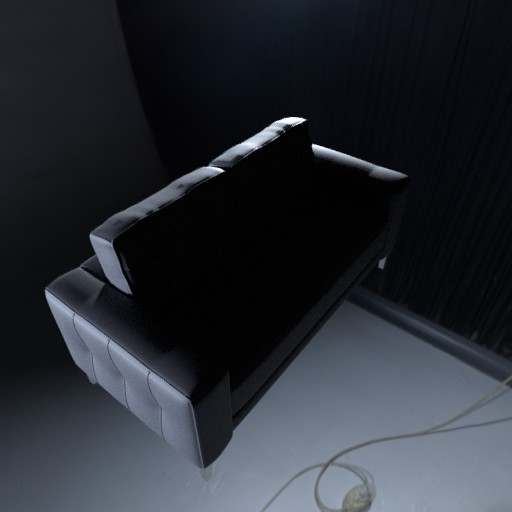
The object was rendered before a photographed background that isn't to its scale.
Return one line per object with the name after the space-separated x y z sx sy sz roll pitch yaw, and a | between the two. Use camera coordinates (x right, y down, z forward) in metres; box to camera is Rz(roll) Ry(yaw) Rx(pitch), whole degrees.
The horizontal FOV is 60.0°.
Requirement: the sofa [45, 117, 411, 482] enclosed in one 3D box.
0.000 0.000 2.173 0.833 0.893 1.726 27 48 28 | sofa
